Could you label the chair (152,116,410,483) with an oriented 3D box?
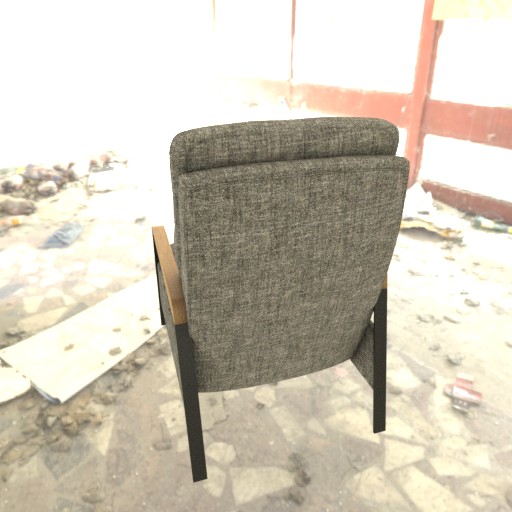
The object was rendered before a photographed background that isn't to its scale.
[{"bbox_3d":[0.000,0.000,1.584,0.671,1.042,0.868,-8,28,-15],"label":"chair"}]
